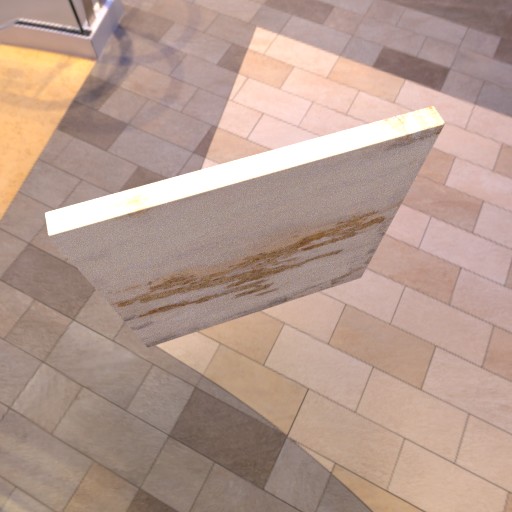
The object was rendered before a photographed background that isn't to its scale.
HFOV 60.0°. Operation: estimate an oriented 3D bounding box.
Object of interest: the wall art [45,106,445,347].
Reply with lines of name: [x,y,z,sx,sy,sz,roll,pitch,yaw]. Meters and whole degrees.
wall art: [0.000,0.000,0.930,0.611,0.613,0.040,-17,65,-8]
